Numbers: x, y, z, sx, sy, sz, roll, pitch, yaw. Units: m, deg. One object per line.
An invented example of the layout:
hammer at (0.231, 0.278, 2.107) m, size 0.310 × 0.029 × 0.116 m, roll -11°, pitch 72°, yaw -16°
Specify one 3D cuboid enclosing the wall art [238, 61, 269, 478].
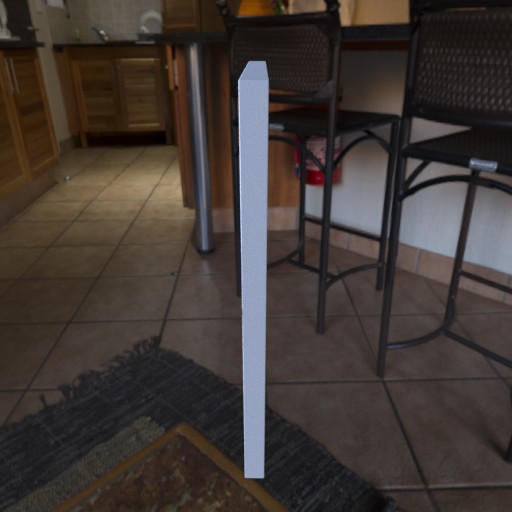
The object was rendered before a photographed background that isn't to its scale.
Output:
wall art at (0.000, 0.000, 0.962) m, size 0.039 × 0.753 × 0.511 m, roll 0°, pitch 26°, yaw 1°
